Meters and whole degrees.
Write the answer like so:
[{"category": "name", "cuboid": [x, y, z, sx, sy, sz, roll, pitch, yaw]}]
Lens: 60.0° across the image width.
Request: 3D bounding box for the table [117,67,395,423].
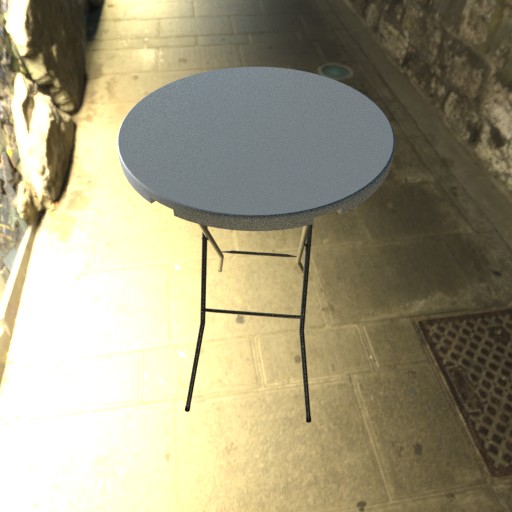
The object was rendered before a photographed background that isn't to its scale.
[{"category": "table", "cuboid": [0.000, 0.000, 1.687, 0.792, 1.105, 0.795, 4, 47, 4]}]
